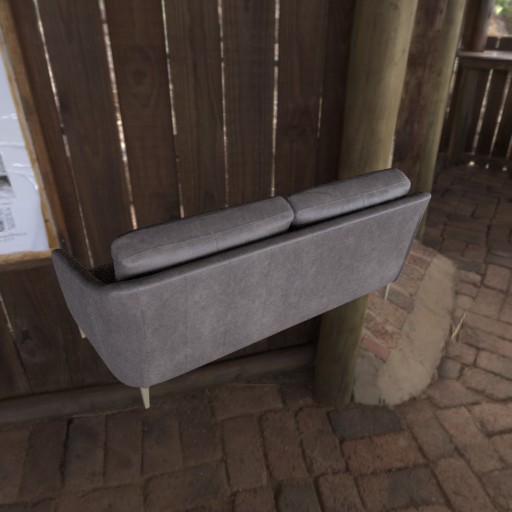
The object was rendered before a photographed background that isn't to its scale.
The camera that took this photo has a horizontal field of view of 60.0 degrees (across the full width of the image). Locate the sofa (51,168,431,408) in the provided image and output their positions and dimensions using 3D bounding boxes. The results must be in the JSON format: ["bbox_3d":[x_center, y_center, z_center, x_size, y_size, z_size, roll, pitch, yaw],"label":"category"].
[{"bbox_3d":[0.000,0.000,2.586,2.036,0.902,0.960,-18,34,-29],"label":"sofa"}]
